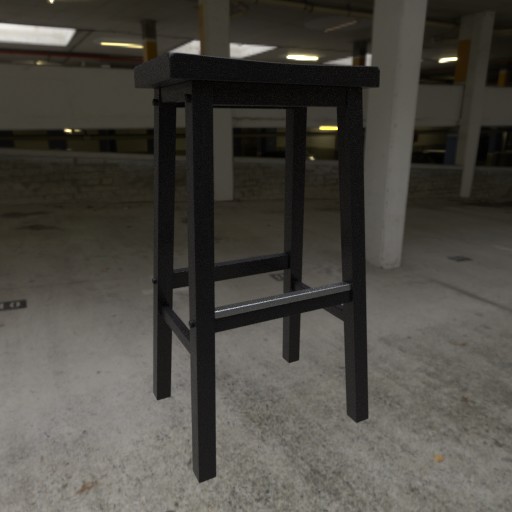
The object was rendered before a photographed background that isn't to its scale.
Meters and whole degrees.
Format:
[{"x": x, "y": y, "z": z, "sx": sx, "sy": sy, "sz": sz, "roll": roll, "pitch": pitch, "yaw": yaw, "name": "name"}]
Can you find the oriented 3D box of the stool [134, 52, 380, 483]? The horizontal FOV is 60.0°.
[{"x": 0.000, "y": 0.000, "z": 0.940, "sx": 0.406, "sy": 0.742, "sz": 0.322, "roll": -9, "pitch": 19, "yaw": -26, "name": "stool"}]
